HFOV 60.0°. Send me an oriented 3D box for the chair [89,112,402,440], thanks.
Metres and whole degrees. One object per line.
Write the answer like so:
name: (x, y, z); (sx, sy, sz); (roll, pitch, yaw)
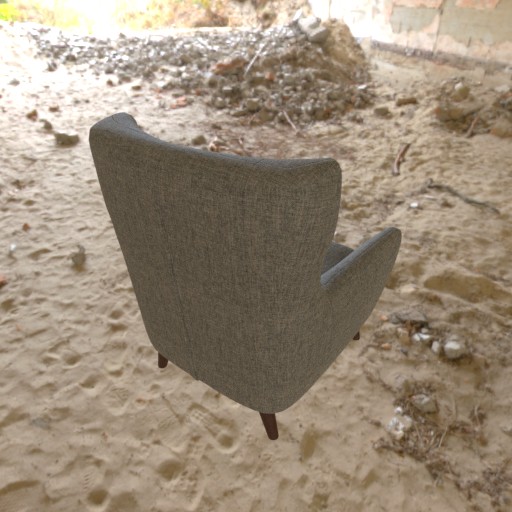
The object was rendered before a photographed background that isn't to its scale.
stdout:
chair: (0.000, 0.000, 1.722); (0.878, 1.063, 0.904); (21, 37, 31)
